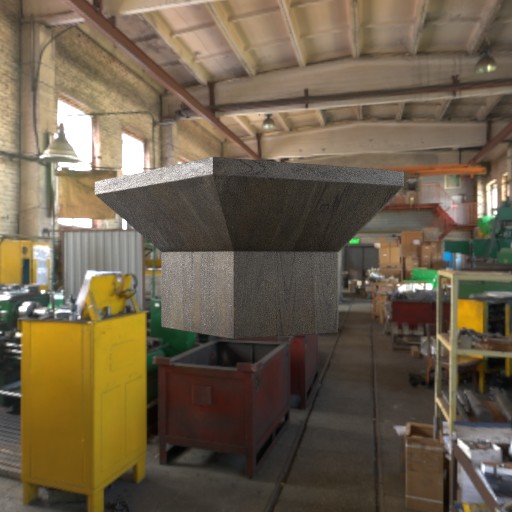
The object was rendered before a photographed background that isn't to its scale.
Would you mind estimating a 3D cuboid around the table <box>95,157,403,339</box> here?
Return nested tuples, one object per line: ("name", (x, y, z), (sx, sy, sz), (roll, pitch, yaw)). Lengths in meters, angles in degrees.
("table", (0.000, 0.000, 1.634), (1.115, 0.488, 0.966), (0, 0, -19))
